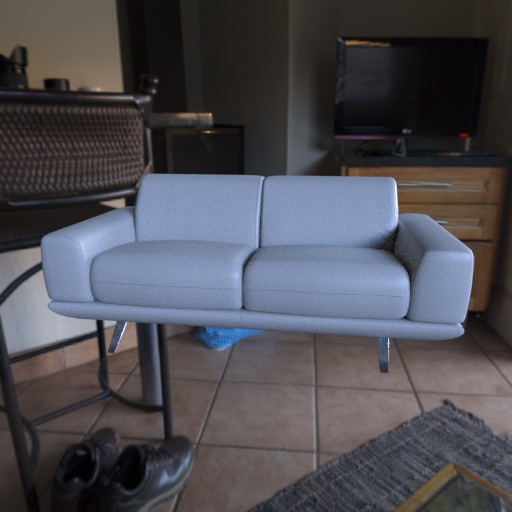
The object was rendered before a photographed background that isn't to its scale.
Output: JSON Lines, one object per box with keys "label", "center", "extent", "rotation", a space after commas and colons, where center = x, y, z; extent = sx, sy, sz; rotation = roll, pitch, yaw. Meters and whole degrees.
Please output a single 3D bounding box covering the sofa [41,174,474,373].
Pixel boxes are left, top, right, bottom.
{"label": "sofa", "center": [0.000, 0.000, 2.329], "extent": [1.901, 0.772, 0.900], "rotation": [2, 16, 8]}
